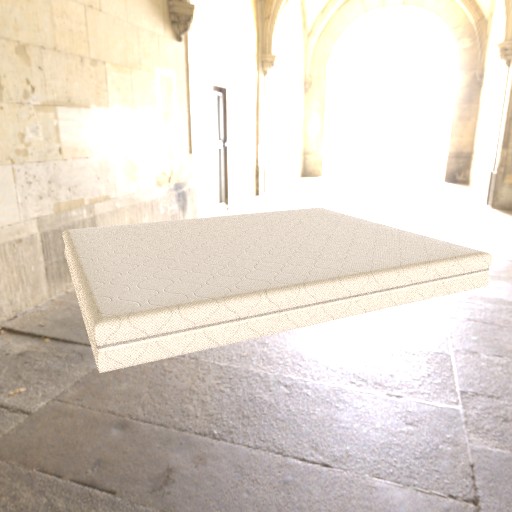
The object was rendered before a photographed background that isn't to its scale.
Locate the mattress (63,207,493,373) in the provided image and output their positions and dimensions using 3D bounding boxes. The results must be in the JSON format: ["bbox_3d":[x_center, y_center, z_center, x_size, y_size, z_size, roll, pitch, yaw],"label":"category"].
[{"bbox_3d":[0.000,0.000,2.614,2.000,0.200,1.600,-8,18,-25],"label":"mattress"}]
